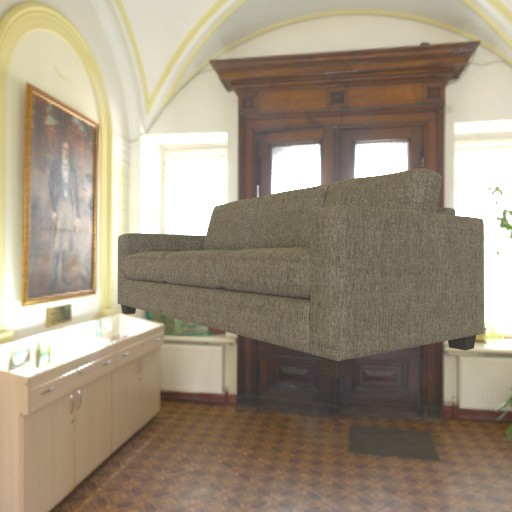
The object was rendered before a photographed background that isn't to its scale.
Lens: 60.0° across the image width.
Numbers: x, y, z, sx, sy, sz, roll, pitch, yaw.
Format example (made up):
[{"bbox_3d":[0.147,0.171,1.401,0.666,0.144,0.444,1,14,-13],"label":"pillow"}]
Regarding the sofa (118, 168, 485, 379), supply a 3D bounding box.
[{"bbox_3d":[0.000,0.000,2.512,0.900,0.800,2.160,0,0,-35],"label":"sofa"}]
